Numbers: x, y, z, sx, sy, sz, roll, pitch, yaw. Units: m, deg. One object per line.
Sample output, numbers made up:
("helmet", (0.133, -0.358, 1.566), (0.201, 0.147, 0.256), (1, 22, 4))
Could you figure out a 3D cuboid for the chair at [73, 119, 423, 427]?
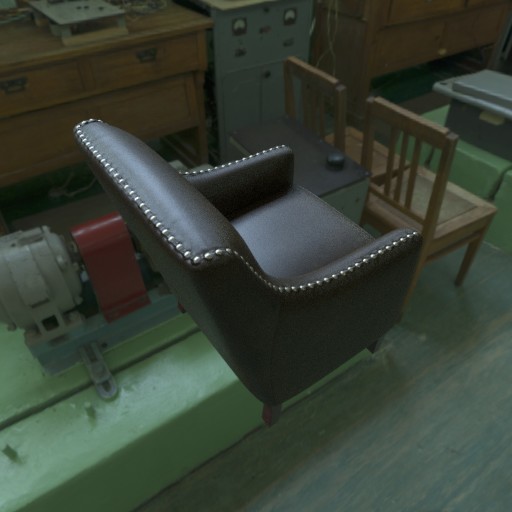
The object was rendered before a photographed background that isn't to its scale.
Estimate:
("chair", (0.000, 0.000, 1.314), (0.704, 0.813, 0.639), (-26, 49, -25))
